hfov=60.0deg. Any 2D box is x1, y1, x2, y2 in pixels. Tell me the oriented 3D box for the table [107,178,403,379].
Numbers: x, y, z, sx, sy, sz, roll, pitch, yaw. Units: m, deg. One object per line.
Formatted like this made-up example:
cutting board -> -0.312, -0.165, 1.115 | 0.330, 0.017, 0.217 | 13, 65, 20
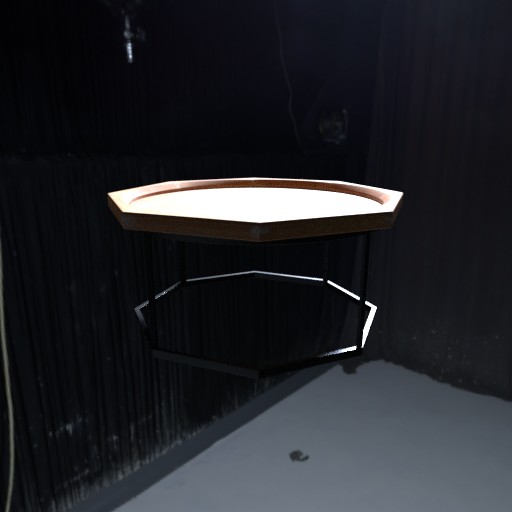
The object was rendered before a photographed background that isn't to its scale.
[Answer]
table -> 0.000, 0.000, 1.560 | 1.002, 0.444, 1.002 | 0, 16, 0
